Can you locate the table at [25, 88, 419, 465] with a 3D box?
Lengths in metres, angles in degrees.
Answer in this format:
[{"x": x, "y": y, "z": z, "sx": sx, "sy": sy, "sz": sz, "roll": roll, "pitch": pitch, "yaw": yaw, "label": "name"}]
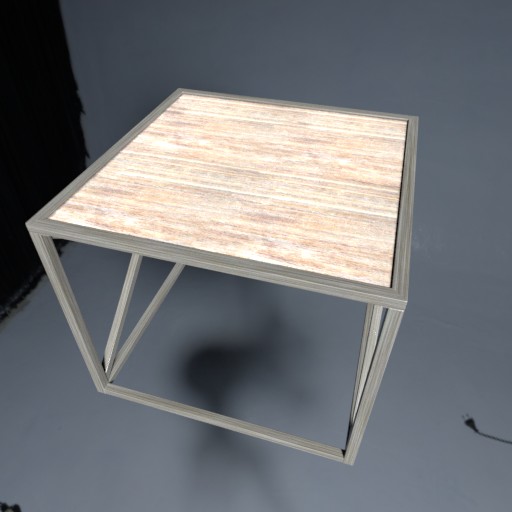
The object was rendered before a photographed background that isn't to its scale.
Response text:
[{"x": 0.000, "y": 0.000, "z": 1.049, "sx": 0.609, "sy": 0.507, "sz": 0.611, "roll": 11, "pitch": 43, "yaw": 12, "label": "table"}]
